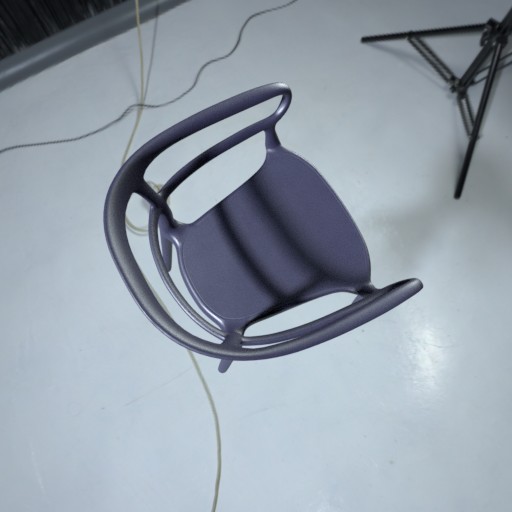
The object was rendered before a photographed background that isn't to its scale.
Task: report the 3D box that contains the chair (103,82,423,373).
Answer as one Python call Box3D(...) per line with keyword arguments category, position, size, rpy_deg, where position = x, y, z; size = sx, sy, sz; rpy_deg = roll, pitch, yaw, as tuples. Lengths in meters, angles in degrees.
Box3D(category="chair", position=(0.000, 0.000, 1.151), size=(0.527, 0.761, 0.559), rpy_deg=(-29, 78, -7))
